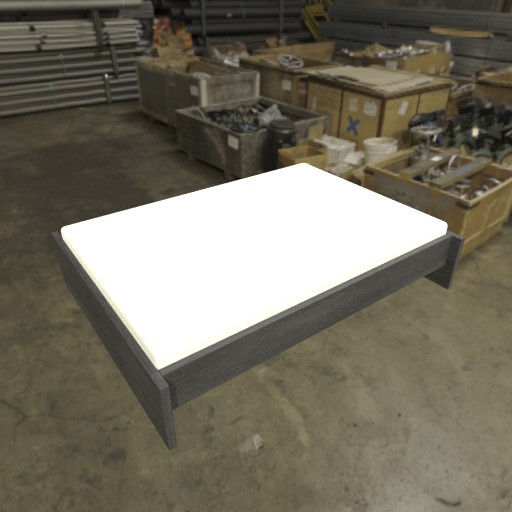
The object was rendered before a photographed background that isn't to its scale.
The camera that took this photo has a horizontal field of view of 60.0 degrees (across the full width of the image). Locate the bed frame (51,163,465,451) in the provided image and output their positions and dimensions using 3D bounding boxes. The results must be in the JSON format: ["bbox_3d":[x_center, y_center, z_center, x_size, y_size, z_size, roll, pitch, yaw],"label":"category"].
[{"bbox_3d":[0.000,0.000,2.700,1.950,0.432,1.490,-21,37,-30],"label":"bed frame"}]
